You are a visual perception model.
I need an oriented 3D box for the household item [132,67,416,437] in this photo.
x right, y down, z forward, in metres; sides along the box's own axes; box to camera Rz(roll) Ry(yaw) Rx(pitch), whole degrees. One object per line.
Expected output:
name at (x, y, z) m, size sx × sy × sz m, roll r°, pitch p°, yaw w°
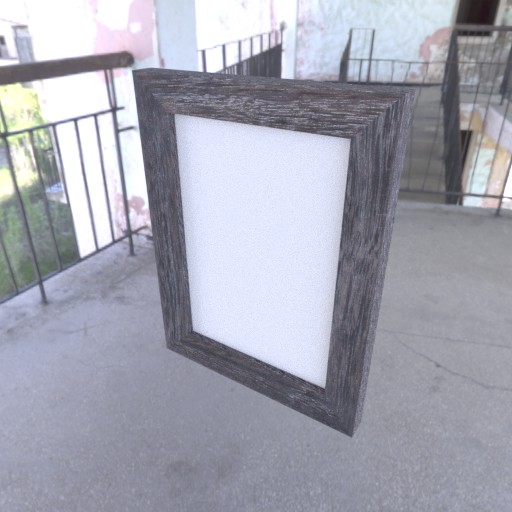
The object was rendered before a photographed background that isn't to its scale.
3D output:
household item at (0.000, 0.000, 0.280) m, size 0.160 × 0.210 × 0.020 m, roll 17°, pitch 33°, yaw 28°
